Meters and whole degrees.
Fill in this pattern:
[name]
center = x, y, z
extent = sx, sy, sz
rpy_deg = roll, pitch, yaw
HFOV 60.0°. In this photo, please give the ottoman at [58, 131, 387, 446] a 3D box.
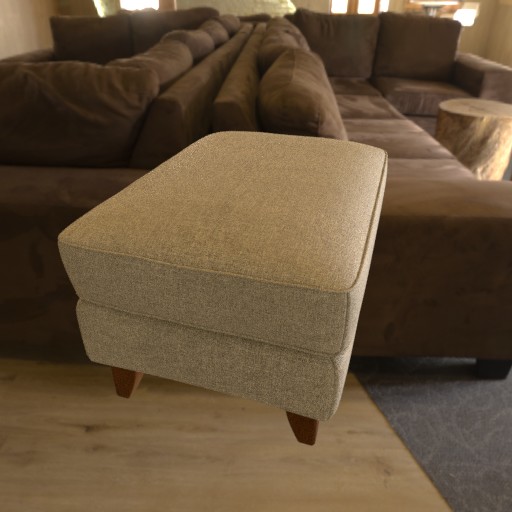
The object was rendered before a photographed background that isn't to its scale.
[ottoman]
center = 0.000, 0.000, 1.310
extent = 0.661, 0.561, 0.889
rpy_deg = 9, 32, 15
